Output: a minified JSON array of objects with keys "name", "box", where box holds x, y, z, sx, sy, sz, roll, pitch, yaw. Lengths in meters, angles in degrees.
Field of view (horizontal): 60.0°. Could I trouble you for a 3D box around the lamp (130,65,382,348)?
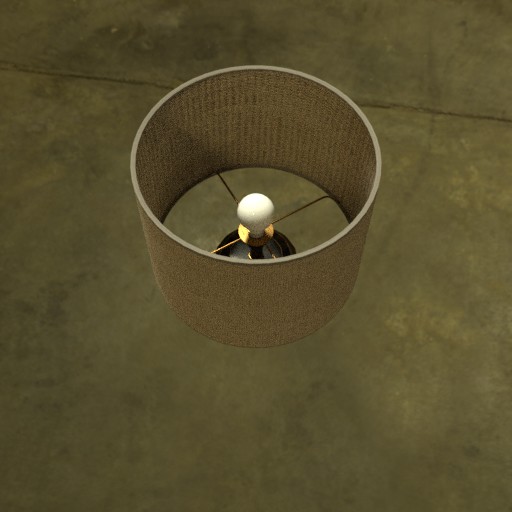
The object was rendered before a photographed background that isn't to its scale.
[{"name":"lamp","box":[0.000,0.000,0.840,0.376,0.594,0.376,0,63,0]}]
